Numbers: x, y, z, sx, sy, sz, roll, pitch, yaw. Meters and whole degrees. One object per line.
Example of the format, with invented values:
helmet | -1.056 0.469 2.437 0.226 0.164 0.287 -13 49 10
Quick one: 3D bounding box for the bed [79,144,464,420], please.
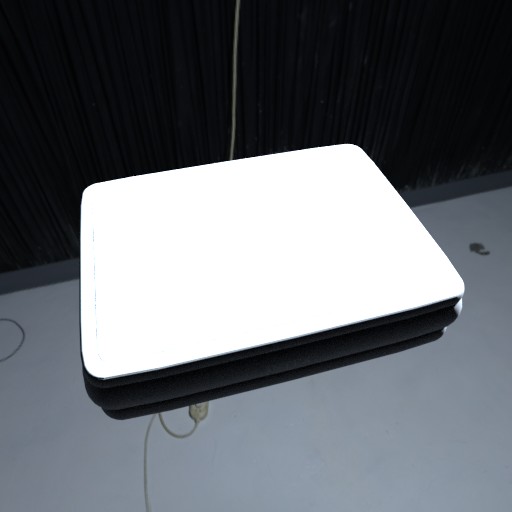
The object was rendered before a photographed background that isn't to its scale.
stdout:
bed | 0.000 0.000 2.700 2.036 0.460 1.520 -11 48 -10
